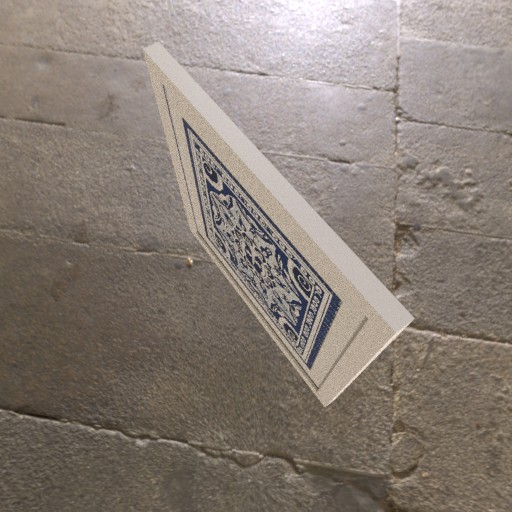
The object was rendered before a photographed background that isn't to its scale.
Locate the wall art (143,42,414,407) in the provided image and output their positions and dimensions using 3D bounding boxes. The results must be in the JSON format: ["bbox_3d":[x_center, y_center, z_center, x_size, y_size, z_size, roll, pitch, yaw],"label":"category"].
[{"bbox_3d":[0.000,0.000,0.838,0.028,0.559,0.559,-33,68,-15],"label":"wall art"}]
